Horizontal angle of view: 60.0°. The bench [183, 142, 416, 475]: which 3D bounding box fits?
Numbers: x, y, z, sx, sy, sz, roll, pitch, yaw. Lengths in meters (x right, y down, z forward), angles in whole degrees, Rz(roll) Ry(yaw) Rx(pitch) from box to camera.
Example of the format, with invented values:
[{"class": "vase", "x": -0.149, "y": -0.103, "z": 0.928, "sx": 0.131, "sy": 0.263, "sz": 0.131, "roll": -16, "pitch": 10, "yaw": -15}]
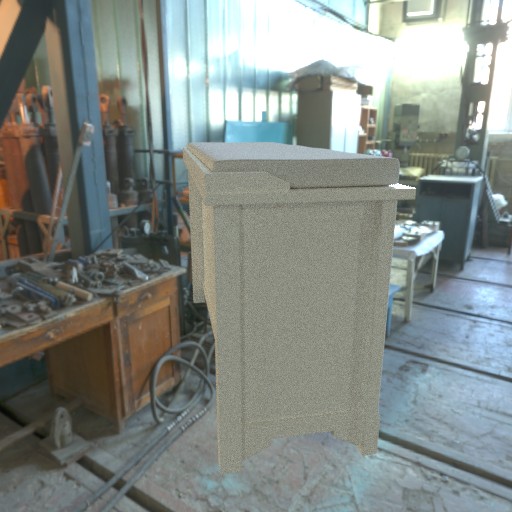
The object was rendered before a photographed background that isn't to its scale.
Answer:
[{"class": "bench", "x": 0.000, "y": 0.000, "z": 1.230, "sx": 0.346, "sy": 0.589, "sz": 0.987, "roll": -3, "pitch": 16, "yaw": -10}]
